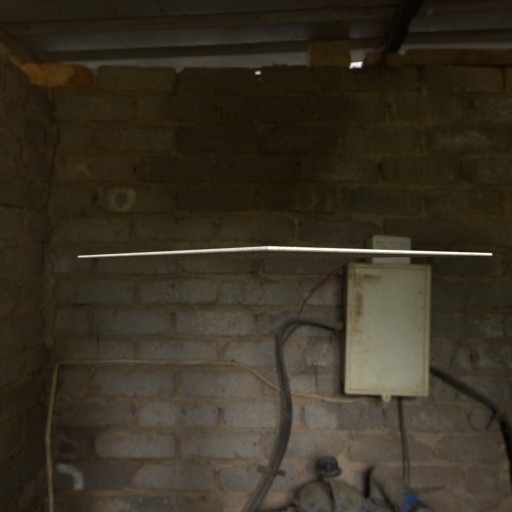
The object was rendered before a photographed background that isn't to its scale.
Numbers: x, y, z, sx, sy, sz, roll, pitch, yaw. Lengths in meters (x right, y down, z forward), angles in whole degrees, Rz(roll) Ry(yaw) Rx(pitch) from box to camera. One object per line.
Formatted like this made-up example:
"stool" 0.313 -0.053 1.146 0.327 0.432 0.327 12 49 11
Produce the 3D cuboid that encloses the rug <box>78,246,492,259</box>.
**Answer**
"rug" 0.000 0.000 2.732 1.526 0.015 2.132 1 -1 -37
